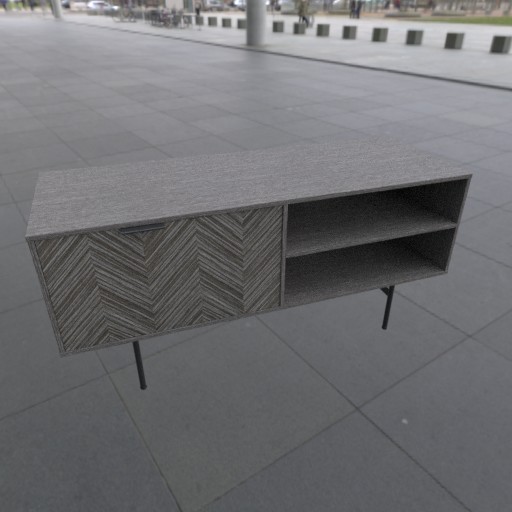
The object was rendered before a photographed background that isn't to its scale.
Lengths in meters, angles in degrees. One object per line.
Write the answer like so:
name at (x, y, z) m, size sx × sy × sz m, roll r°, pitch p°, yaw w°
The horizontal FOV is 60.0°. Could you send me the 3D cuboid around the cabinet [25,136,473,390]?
cabinet at (0.000, 0.000, 1.554) m, size 1.300 × 0.599 × 0.500 m, roll -10°, pitch 32°, yaw -17°
